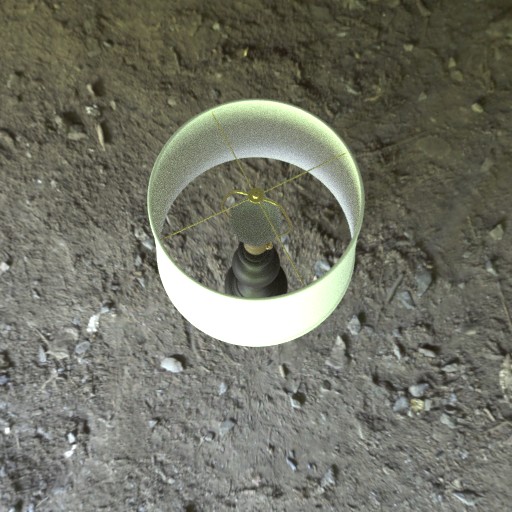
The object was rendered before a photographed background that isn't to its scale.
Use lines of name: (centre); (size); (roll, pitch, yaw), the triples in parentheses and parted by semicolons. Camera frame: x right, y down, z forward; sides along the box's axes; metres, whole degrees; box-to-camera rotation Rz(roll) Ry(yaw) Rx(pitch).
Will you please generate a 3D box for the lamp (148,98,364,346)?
lamp: (0.000, 0.000, 0.821); (0.335, 0.611, 0.335); (0, 76, 0)
